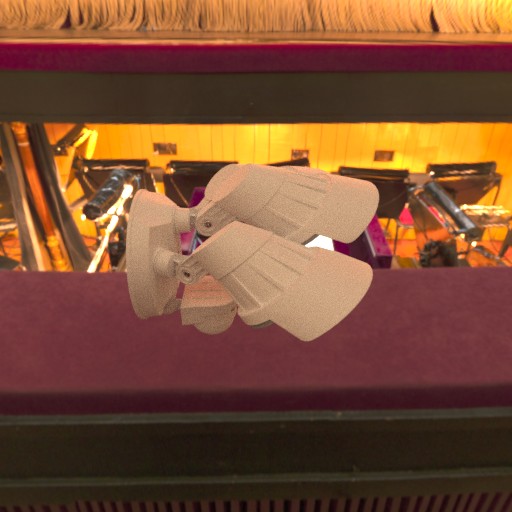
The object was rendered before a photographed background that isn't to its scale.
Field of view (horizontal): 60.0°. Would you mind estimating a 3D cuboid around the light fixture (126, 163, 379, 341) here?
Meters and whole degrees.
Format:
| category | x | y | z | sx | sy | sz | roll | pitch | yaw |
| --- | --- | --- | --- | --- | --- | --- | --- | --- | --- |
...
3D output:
| category | x | y | z | sx | sy | sz | roll | pitch | yaw |
| --- | --- | --- | --- | --- | --- | --- | --- | --- | --- |
| light fixture | 0.000 | 0.000 | 0.555 | 0.278 | 0.237 | 0.369 | 0 | 32 | -1 |
